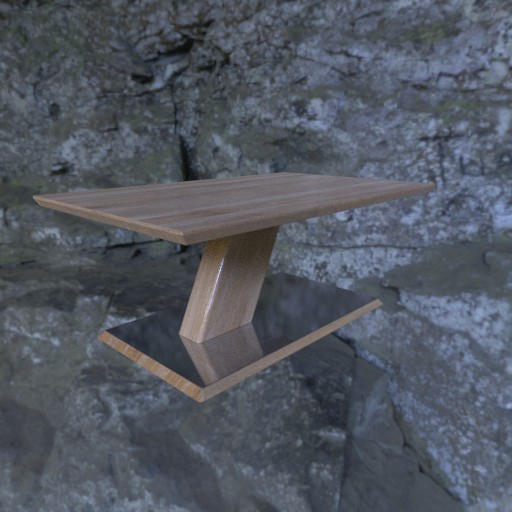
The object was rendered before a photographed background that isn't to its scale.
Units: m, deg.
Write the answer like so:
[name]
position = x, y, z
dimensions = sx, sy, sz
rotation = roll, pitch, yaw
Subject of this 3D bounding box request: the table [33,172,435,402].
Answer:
[table]
position = 0.000, 0.000, 1.461
dimensions = 0.692, 0.441, 1.100
rotation = 14, 21, 42
